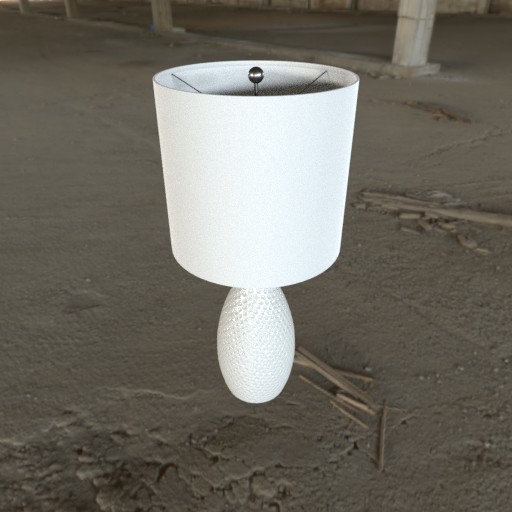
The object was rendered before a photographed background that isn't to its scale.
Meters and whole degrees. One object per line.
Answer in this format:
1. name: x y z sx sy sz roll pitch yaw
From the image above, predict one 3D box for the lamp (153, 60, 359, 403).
1. lamp: 0.000 0.000 0.586 0.214 0.466 0.214 -21 37 -31
